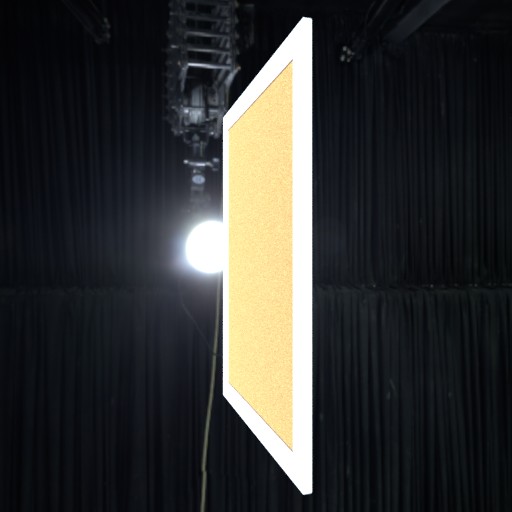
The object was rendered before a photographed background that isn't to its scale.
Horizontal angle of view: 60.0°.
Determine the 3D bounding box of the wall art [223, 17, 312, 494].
[{"bbox_3d":[0.000,0.000,0.670,0.012,0.529,0.374,0,0,-18],"label":"wall art"}]
